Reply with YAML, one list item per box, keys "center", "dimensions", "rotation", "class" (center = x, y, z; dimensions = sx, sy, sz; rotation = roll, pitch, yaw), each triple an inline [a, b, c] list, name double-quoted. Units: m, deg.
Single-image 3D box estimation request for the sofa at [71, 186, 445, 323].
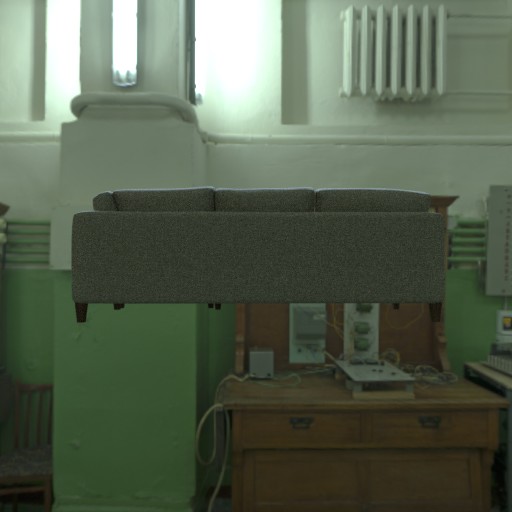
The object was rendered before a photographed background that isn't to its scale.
- center: [0.000, 0.000, 4.718]
  dimensions: [2.593, 0.959, 3.460]
  rotation: [0, -1, -1]
  class: "sofa"
